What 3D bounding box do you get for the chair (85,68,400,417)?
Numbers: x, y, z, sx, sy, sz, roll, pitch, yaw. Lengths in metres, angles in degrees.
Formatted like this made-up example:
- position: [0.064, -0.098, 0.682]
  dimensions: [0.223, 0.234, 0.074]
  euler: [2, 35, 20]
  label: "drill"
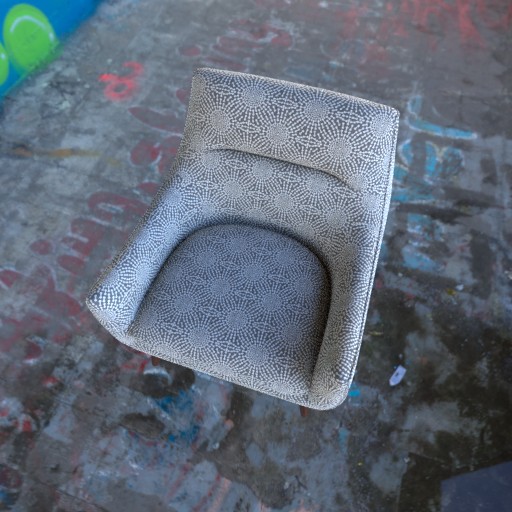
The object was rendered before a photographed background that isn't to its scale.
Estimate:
- position: [0.000, 0.000, 1.468]
  dimensions: [0.762, 0.838, 0.787]
  euler: [16, 59, 10]
  label: "chair"
